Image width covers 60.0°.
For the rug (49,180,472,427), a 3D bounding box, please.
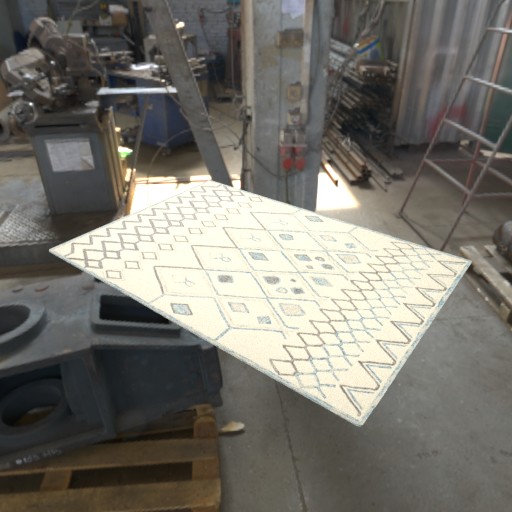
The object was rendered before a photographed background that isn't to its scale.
[{"bbox_3d":[0.000,0.000,2.310,1.820,0.009,1.260,22,38,31],"label":"rug"}]
